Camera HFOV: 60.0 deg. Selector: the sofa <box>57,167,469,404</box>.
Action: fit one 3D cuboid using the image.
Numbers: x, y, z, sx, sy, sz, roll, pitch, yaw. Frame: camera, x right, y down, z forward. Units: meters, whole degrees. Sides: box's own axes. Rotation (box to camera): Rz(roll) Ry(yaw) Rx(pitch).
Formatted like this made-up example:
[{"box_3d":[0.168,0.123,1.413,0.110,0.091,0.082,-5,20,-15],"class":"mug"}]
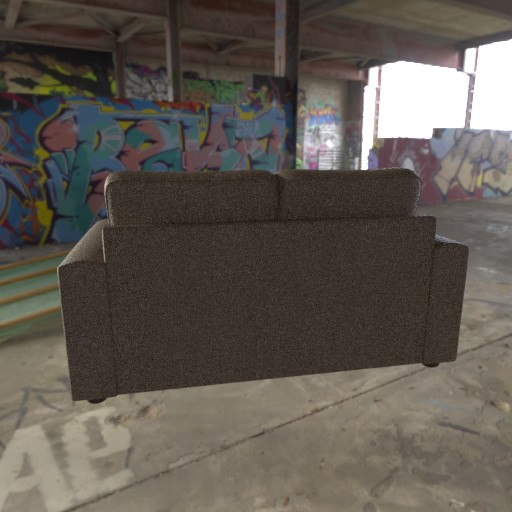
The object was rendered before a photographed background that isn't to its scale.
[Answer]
[{"box_3d":[0.000,0.000,2.188,1.616,0.873,1.016,-3,14,-11],"class":"sofa"}]
